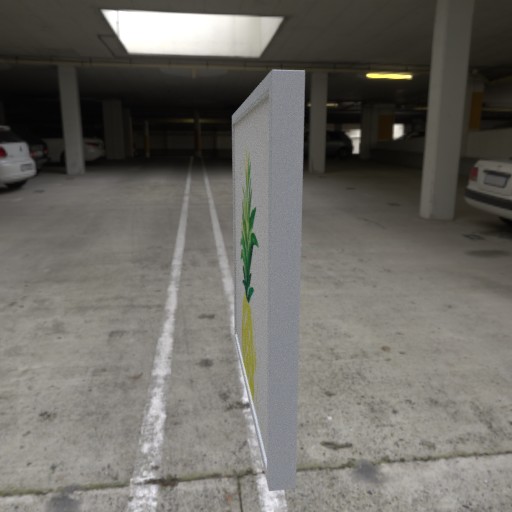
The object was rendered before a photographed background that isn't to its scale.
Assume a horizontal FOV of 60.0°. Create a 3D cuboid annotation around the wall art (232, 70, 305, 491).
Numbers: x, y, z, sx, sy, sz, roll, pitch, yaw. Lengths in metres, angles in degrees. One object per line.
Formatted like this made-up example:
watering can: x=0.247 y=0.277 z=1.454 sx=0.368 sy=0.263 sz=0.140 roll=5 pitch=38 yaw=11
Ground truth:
wall art: x=0.000 y=0.000 z=0.763 sx=0.035 sy=0.507 sz=0.508 roll=-2 pitch=12 yaw=-8
